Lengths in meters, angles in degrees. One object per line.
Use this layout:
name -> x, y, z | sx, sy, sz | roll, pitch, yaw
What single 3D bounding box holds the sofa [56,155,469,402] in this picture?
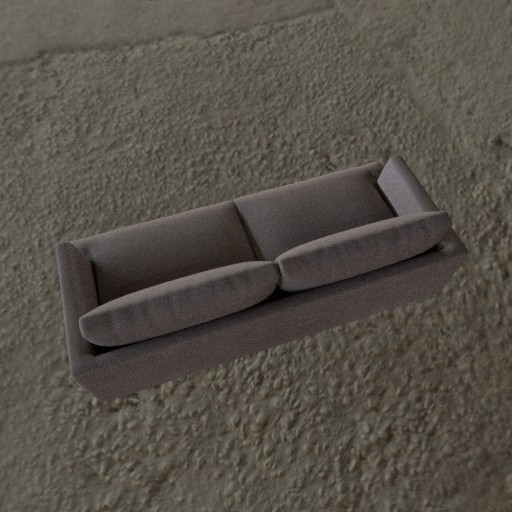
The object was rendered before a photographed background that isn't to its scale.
sofa -> 0.000, 0.000, 2.768 | 2.250, 0.868, 1.020 | -16, 59, -10
